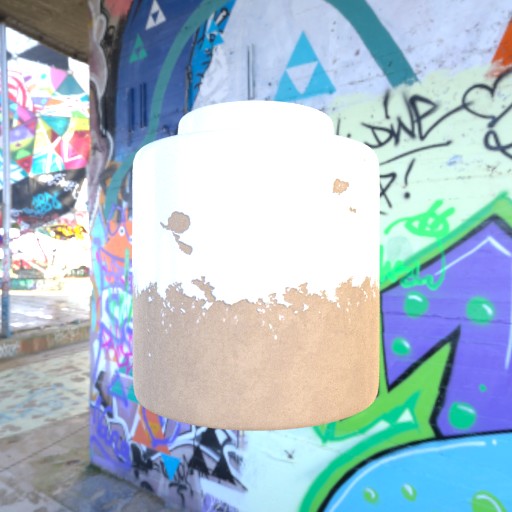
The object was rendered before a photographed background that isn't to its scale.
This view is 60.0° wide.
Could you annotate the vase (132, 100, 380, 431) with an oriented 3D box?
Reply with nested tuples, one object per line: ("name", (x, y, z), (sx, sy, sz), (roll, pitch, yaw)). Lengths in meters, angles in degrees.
("vase", (0.000, 0.000, 0.285), (0.153, 0.167, 0.153), (0, 0, 0))
